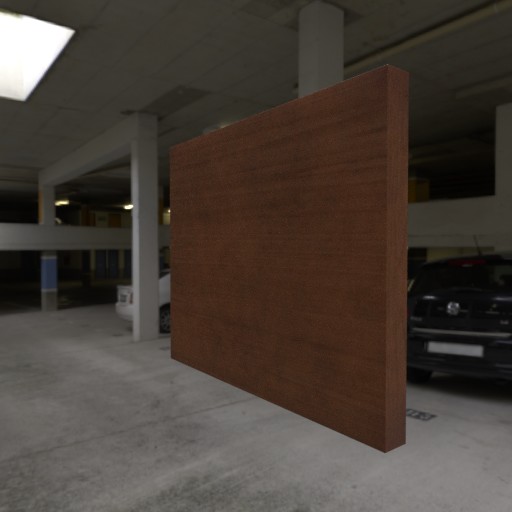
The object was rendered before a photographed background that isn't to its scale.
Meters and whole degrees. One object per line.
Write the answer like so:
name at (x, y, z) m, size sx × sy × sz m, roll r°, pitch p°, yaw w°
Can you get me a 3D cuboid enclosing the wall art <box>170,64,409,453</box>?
wall art at (0.000, 0.000, 0.542) m, size 0.030 × 0.328 × 0.401 m, roll -1°, pitch 2°, yaw -37°
